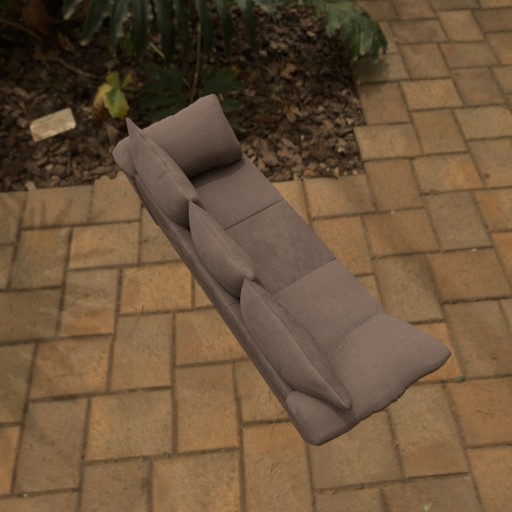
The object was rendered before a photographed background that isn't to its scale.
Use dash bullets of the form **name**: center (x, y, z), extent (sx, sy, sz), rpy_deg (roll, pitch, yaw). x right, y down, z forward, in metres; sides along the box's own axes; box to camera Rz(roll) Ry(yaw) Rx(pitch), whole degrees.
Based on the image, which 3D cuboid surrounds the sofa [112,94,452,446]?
- **sofa**: center (0.000, 0.000, 2.868), extent (0.893, 0.981, 2.377), rpy_deg (-30, 64, -16)
